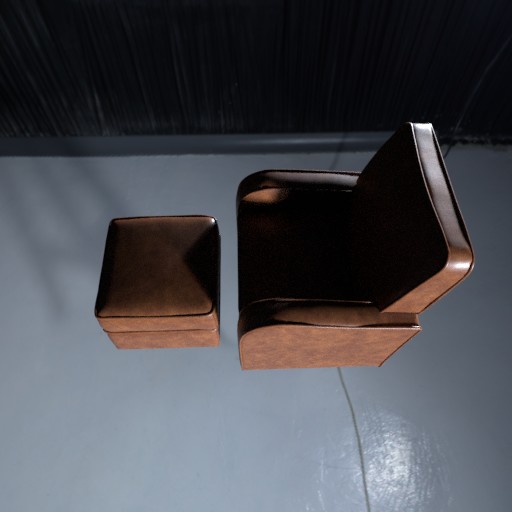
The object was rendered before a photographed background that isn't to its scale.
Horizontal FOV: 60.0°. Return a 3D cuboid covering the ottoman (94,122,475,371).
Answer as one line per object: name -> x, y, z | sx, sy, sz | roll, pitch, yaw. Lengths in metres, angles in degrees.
ottoman -> 0.000, 0.000, 1.838 | 1.314, 0.904, 0.732 | -2, 59, -1
